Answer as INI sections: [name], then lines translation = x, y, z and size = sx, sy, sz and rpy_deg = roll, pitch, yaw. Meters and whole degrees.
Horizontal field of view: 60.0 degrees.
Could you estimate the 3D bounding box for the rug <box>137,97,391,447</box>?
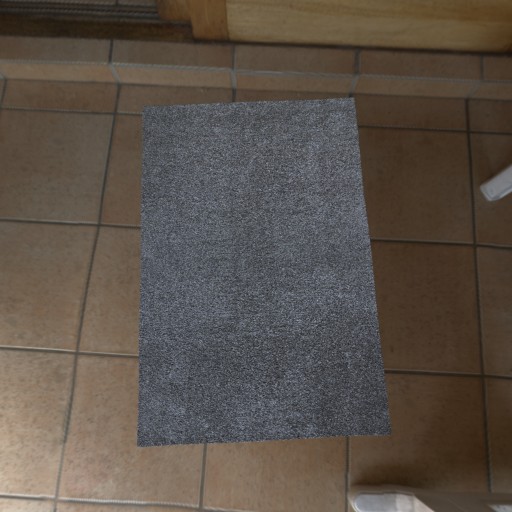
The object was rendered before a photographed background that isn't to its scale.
[rug]
translation = 0.000, 0.000, 3.458
size = 1.802, 0.026, 2.699
rpy_deg = -3, 76, -1
